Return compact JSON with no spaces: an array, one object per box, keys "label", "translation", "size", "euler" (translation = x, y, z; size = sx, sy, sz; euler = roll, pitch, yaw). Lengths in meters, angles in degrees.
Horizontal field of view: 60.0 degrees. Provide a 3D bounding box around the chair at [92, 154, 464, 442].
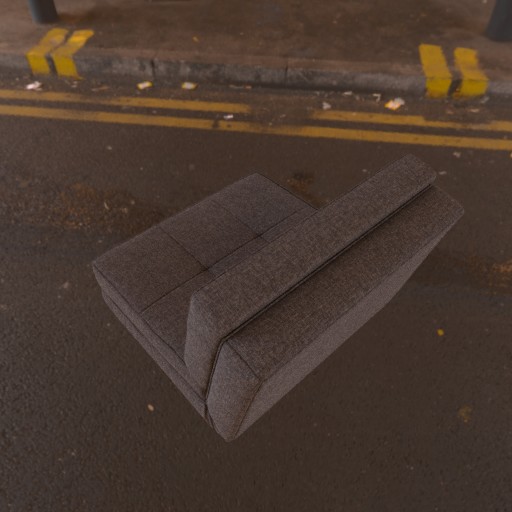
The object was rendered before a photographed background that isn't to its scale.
[{"label":"chair","translation":[0.000,0.000,1.320],"size":[0.740,0.615,0.800],"euler":[-33,55,-28]}]
